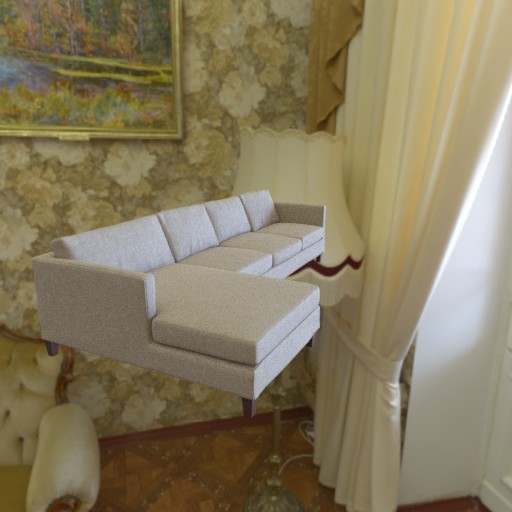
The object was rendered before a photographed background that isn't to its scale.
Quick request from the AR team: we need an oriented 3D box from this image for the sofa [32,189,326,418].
[{"bbox_3d":[0.000,0.000,3.894,1.625,0.846,3.186,7,16,26],"label":"sofa"}]
